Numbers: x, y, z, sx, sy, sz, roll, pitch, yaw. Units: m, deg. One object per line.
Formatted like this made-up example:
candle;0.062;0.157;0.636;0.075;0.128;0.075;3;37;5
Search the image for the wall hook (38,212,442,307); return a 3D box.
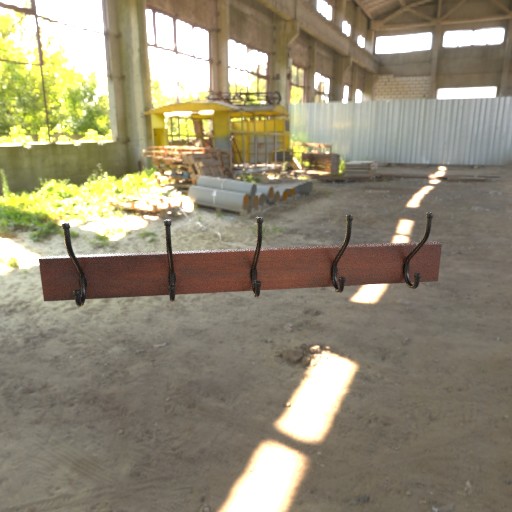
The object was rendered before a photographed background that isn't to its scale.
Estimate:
wall hook;0.000;0.000;0.604;0.571;0.117;0.071;-2;15;-8
